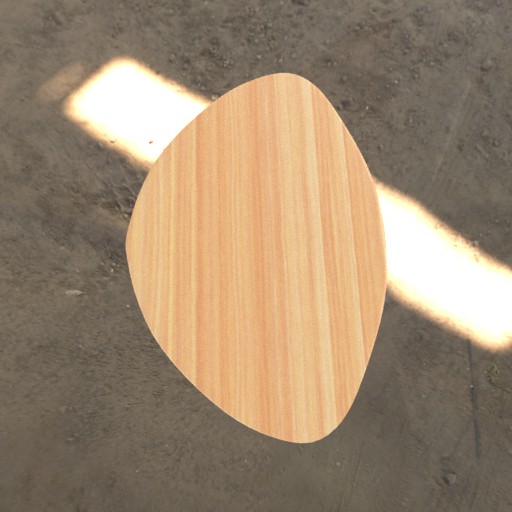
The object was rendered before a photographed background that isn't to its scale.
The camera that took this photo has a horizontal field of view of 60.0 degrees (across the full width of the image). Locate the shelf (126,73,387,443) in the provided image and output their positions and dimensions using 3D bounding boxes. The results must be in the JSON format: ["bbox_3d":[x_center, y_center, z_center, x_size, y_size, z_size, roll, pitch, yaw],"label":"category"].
[{"bbox_3d":[0.000,0.000,1.651,0.845,0.440,1.246,-2,75,-1],"label":"shelf"}]
